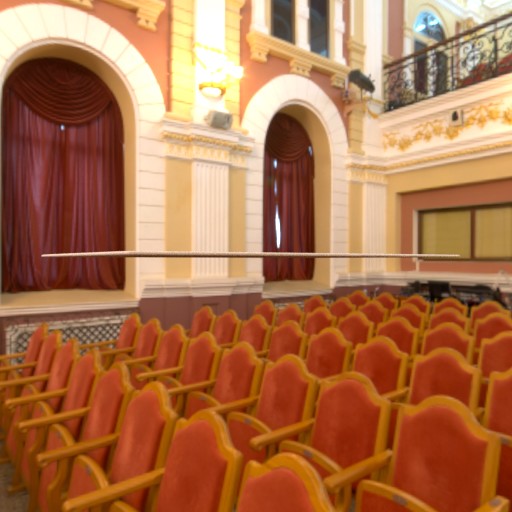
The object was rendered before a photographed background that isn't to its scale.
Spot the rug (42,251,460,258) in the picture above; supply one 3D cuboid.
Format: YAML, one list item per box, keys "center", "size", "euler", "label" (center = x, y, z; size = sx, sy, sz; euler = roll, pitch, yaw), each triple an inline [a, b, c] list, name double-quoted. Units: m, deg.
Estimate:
- center: [0.000, 0.000, 2.318]
  size: [1.829, 0.013, 1.219]
  euler: [0, -1, -37]
  label: "rug"
